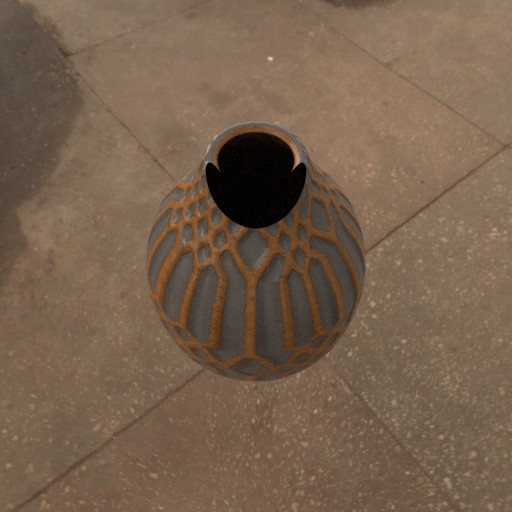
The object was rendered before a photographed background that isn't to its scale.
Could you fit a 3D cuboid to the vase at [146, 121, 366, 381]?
[{"bbox_3d":[0.000,0.000,0.138,0.069,0.088,0.069,0,58,0],"label":"vase"}]
